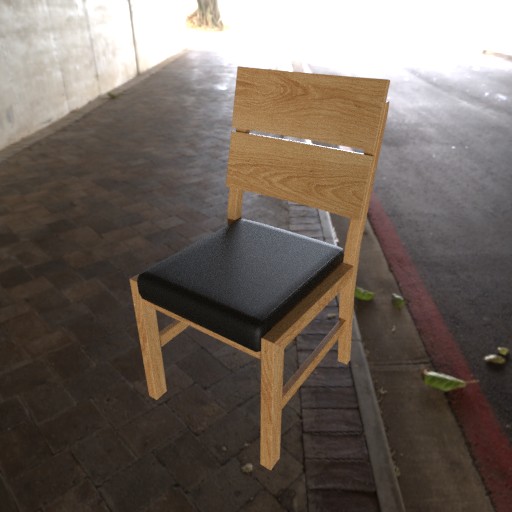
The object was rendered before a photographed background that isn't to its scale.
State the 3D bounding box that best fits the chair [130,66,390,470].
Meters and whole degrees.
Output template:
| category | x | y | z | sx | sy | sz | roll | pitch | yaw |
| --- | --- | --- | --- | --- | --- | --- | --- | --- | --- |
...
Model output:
| category | x | y | z | sx | sy | sz | roll | pitch | yaw |
| --- | --- | --- | --- | --- | --- | --- | --- | --- | --- |
| chair | 0.000 | 0.000 | 1.298 | 0.475 | 0.950 | 0.569 | 19 | 35 | 29 |
